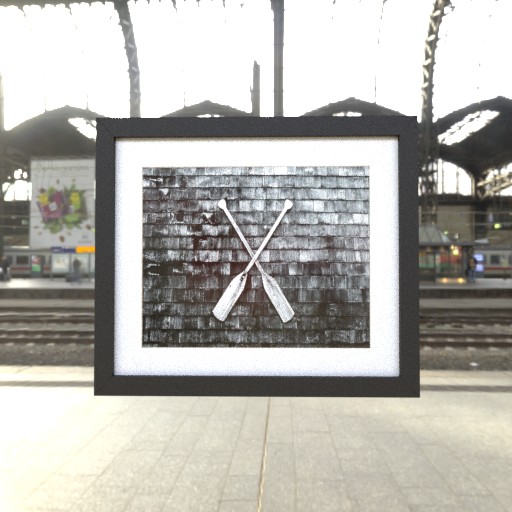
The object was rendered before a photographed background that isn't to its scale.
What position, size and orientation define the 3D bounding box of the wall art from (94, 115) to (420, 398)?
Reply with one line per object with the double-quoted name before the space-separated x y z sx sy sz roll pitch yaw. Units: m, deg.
"wall art" 0.000 0.000 0.536 0.381 0.330 0.029 0 -1 1
